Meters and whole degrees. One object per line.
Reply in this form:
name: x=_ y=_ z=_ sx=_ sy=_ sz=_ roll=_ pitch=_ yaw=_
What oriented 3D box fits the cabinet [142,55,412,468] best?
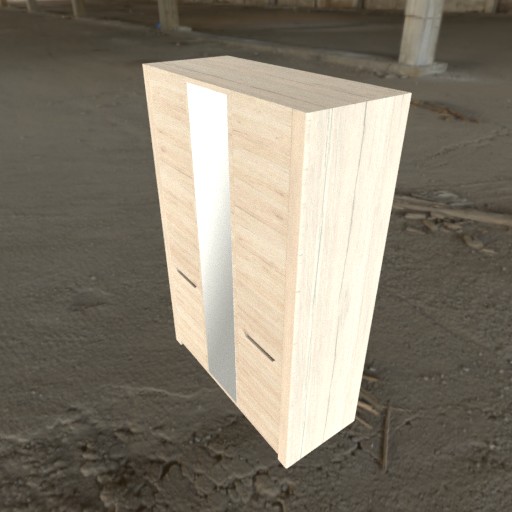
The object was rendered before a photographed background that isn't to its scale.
cabinet: x=0.000 y=0.000 z=2.715 sx=0.580 sy=2.070 sz=1.400 roll=-21 pitch=37 yaw=-30
